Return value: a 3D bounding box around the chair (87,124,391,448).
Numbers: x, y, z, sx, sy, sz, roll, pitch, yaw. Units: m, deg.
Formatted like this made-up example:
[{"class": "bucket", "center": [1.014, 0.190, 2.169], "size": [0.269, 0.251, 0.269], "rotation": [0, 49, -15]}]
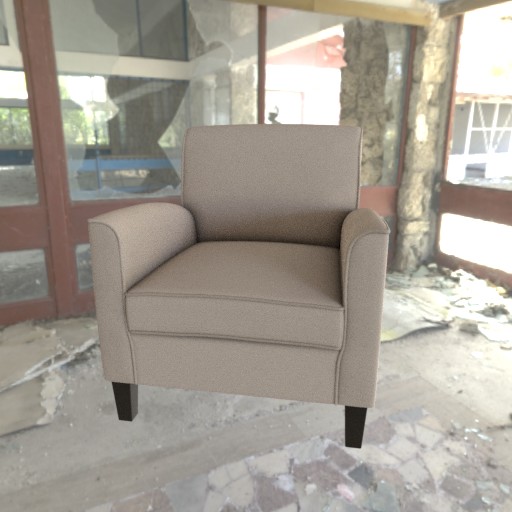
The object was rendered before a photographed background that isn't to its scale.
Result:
[{"class": "chair", "center": [0.000, 0.000, 1.572], "size": [0.820, 0.915, 0.820], "rotation": [3, 16, 10]}]
